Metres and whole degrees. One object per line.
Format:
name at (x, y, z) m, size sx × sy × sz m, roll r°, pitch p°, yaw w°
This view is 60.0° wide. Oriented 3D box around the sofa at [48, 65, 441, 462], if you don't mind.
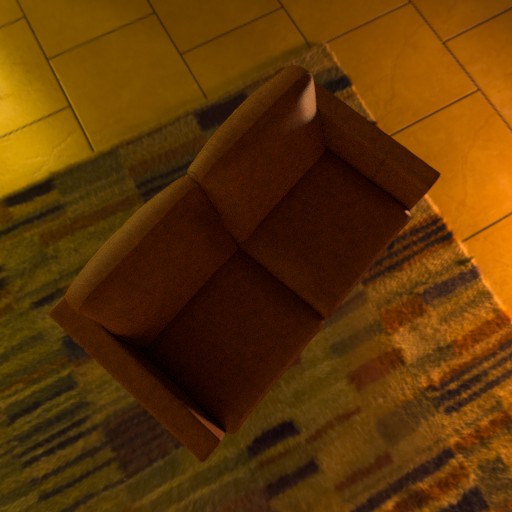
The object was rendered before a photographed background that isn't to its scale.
sofa at (0.000, 0.000, 2.093) m, size 0.909 × 0.951 × 1.578 m, roll 40°, pitch 79°, yaw 9°
